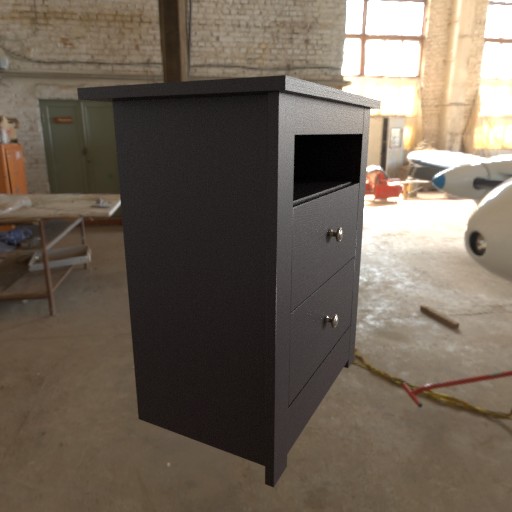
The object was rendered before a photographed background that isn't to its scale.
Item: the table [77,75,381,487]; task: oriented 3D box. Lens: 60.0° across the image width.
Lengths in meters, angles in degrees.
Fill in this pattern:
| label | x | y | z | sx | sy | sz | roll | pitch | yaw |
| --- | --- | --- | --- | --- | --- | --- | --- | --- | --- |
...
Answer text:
| label | x | y | z | sx | sy | sz | roll | pitch | yaw |
| --- | --- | --- | --- | --- | --- | --- | --- | --- | --- |
| table | 0.000 | 0.000 | 1.042 | 0.408 | 0.711 | 0.589 | 8 | 18 | 26 |
